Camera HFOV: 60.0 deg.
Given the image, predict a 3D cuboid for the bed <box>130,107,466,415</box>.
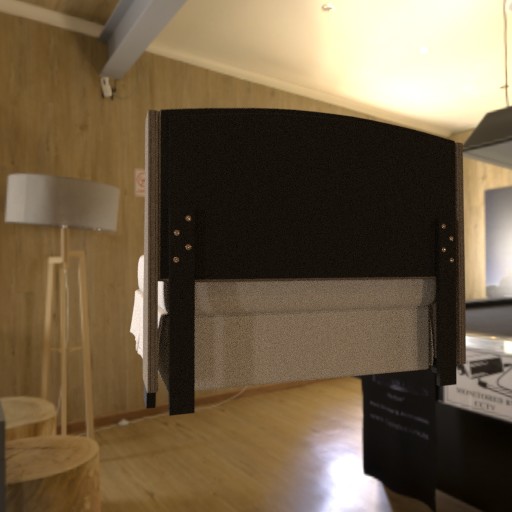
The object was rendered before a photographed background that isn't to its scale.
[{"bbox_3d":[0.000,0.000,3.213,1.710,1.407,2.237,0,-1,-18],"label":"bed"}]
